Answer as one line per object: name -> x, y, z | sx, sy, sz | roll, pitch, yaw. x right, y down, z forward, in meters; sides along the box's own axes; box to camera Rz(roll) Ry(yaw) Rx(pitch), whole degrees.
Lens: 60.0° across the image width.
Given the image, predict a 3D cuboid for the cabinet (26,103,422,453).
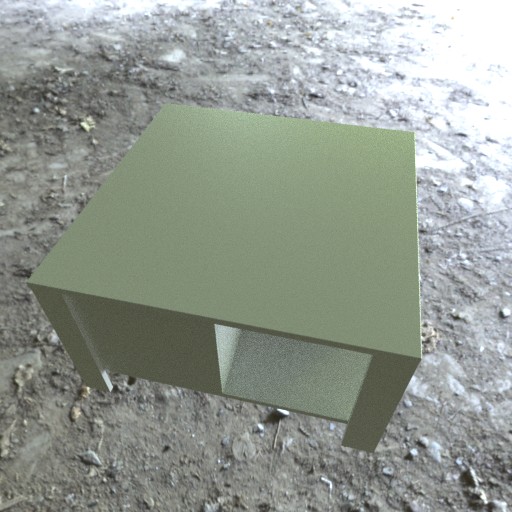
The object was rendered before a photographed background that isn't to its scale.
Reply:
cabinet -> 0.000, 0.000, 1.296 | 0.800, 0.460, 0.800 | 9, 47, 9
